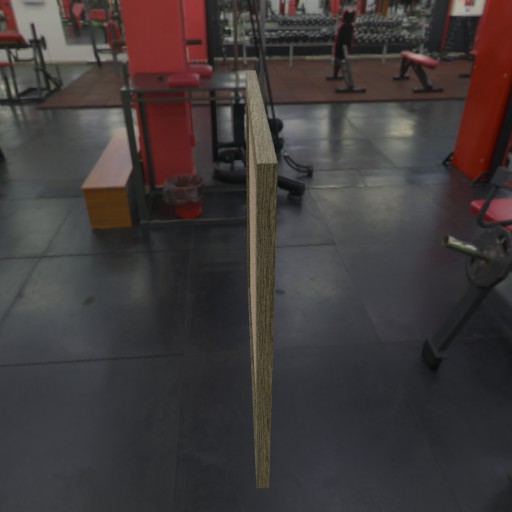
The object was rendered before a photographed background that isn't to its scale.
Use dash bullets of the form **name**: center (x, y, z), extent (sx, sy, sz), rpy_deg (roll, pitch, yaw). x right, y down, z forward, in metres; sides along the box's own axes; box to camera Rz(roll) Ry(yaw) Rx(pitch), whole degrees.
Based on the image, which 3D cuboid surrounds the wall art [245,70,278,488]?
- **wall art**: center (0.000, 0.000, 0.751), extent (0.019, 0.508, 0.508), rpy_deg (-1, 32, -2)
